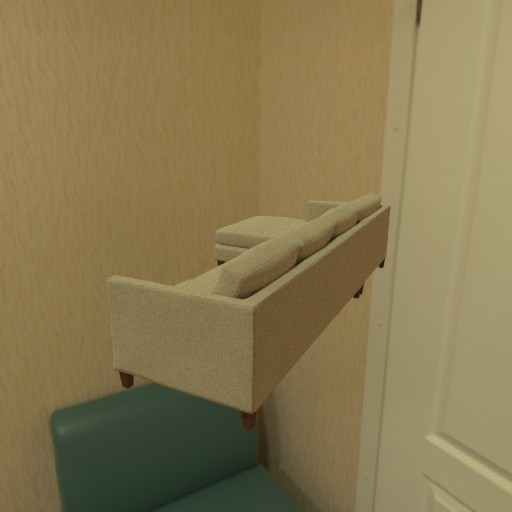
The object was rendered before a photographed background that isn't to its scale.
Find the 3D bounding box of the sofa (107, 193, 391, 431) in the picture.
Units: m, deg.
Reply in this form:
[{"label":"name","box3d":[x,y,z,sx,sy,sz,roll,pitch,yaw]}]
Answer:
[{"label":"sofa","box3d":[0.000,0.000,3.807,1.625,0.846,3.186,8,18,26]}]
